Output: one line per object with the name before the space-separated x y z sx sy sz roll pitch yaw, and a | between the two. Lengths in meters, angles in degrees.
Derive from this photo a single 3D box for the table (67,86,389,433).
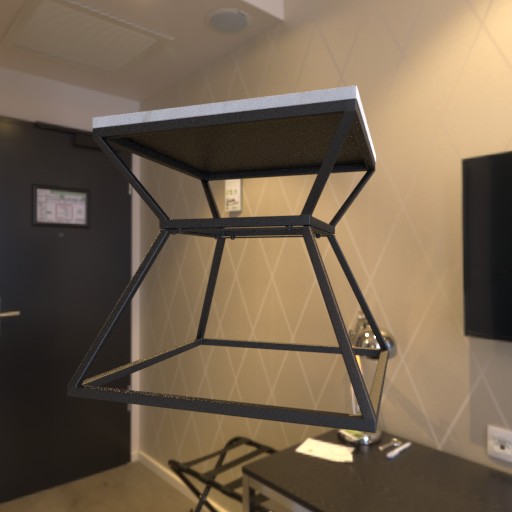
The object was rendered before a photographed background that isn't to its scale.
table | 0.000 0.000 0.820 0.455 0.431 0.455 0 -1 19
